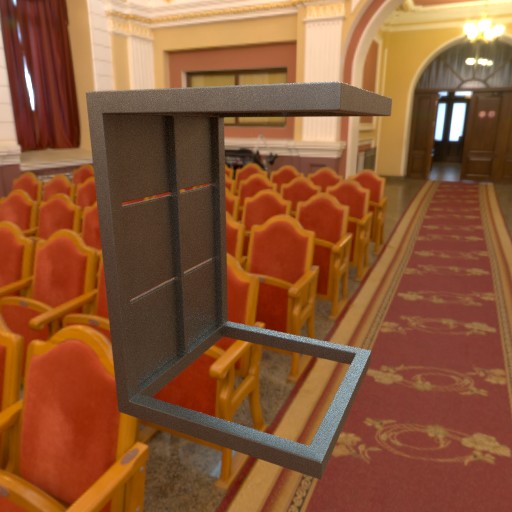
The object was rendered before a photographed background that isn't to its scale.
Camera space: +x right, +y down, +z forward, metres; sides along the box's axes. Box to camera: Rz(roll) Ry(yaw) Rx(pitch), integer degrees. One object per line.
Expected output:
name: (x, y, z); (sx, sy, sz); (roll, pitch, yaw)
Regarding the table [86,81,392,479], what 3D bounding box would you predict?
table: (0.000, 0.000, 0.892); (0.420, 0.609, 0.405); (8, 18, 24)
